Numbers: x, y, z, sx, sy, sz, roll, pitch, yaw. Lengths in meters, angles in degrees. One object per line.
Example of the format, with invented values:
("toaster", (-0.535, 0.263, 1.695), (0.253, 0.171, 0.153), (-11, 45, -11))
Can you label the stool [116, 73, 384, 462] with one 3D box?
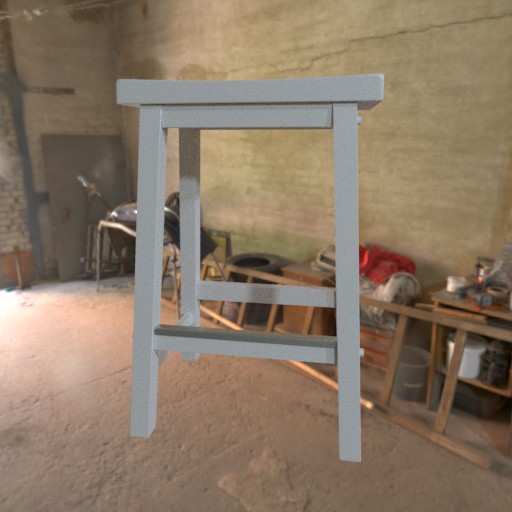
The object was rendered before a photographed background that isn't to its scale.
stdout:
("stool", (0.000, 0.000, 0.841), (0.406, 0.610, 0.322), (2, 15, 9))
